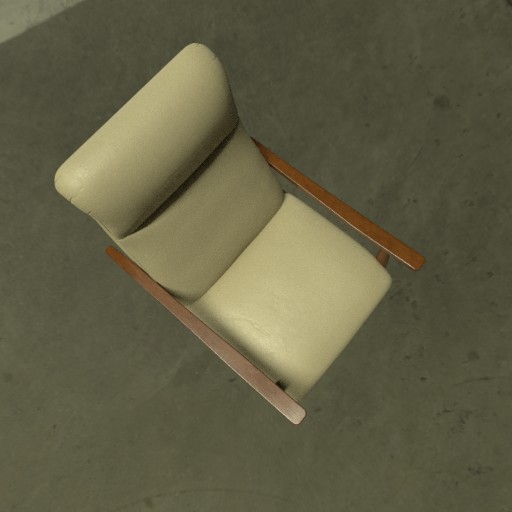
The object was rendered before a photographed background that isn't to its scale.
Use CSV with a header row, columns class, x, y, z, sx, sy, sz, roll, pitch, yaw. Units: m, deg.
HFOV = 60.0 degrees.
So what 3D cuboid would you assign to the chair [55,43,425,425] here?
class,x,y,z,sx,sy,sz,roll,pitch,yaw
chair,0.000,0.000,1.726,1.014,1.082,0.762,39,79,9
